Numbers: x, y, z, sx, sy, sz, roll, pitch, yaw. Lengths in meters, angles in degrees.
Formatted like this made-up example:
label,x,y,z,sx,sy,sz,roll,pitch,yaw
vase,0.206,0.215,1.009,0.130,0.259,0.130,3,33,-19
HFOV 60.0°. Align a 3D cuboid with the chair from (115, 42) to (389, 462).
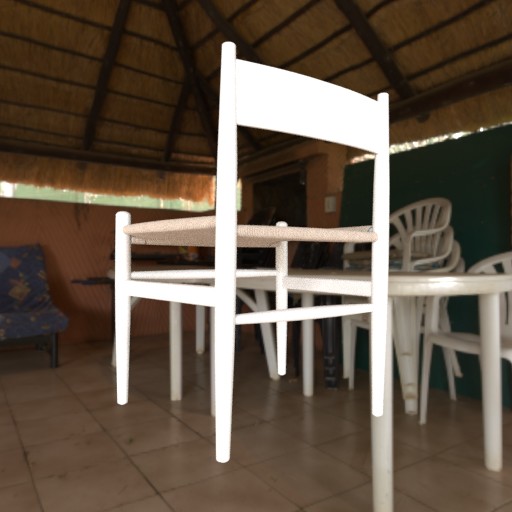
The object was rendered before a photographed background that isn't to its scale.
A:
label,x,y,z,sx,sy,sz,roll,pitch,yaw
chair,0.000,0.000,1.103,0.556,0.762,0.495,0,-1,-35
